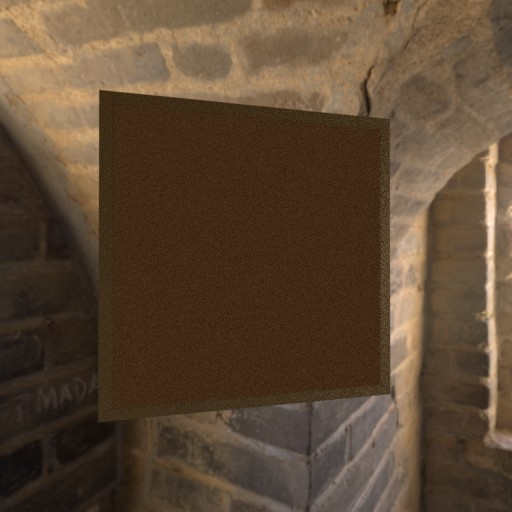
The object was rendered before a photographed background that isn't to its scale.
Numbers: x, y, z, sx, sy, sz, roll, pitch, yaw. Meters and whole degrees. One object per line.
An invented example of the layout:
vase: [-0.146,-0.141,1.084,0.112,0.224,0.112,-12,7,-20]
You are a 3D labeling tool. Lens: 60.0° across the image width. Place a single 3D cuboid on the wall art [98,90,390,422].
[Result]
wall art: [0.000,0.000,2.882,1.926,1.926,0.099,0,-1,-16]
